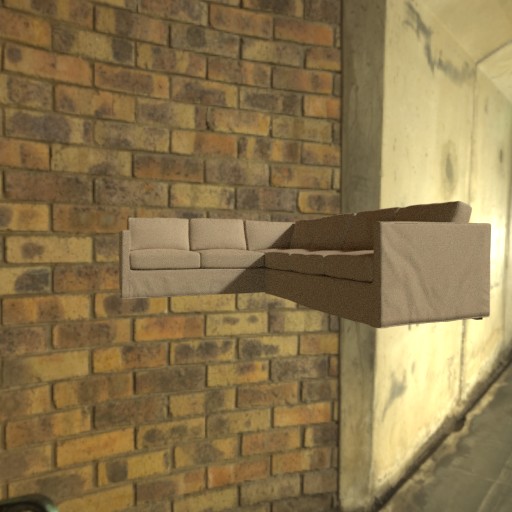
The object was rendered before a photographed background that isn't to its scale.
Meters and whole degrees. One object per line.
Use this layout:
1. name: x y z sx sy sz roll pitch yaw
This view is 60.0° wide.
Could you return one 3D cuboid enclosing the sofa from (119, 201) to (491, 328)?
1. sofa: 0.000 0.000 4.216 2.432 0.871 3.182 0 1 -19
